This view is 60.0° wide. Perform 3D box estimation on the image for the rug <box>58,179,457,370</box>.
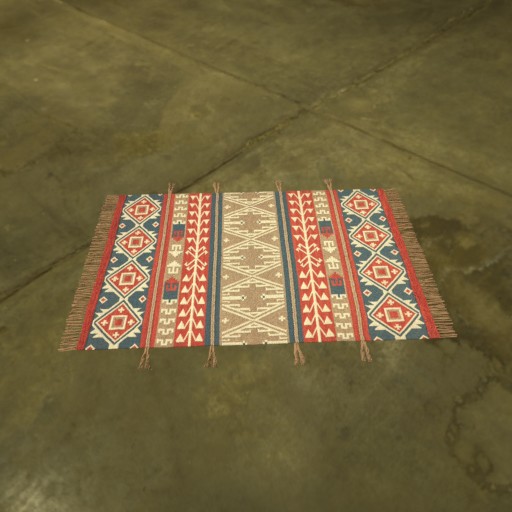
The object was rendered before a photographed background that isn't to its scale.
[{"bbox_3d":[0.000,0.000,3.194,2.450,0.048,1.778,-2,46,-1],"label":"rug"}]
